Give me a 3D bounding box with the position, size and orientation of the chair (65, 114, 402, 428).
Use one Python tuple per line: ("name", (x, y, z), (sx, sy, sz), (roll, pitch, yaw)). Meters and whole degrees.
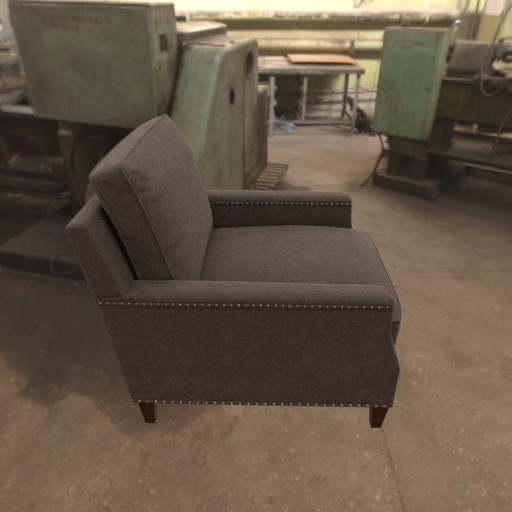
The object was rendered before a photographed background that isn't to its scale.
("chair", (0.000, 0.000, 1.707), (1.014, 0.948, 0.853), (1, 30, 1))
